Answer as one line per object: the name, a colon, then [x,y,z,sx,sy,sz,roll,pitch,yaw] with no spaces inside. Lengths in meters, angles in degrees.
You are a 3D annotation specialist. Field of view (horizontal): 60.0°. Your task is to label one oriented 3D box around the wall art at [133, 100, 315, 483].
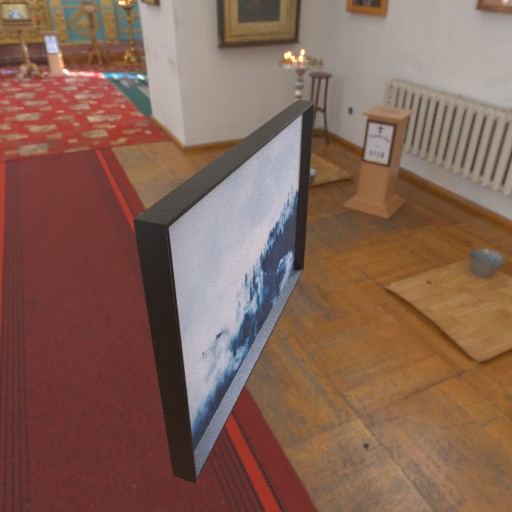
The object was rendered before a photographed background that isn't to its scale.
wall art: [0.000,0.000,1.207,0.058,0.640,0.939,10,32,17]
